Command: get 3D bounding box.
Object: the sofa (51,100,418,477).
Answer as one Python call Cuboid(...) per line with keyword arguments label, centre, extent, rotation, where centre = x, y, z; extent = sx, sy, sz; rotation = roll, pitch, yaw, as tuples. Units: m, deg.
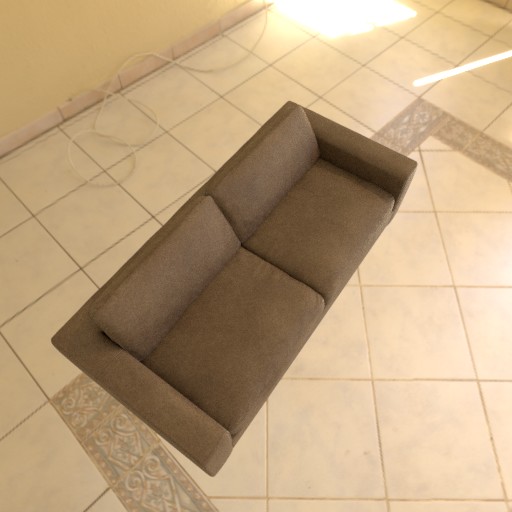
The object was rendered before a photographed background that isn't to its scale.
Cuboid(label="sofa", centre=(0.000, 0.000, 2.752), extent=(1.070, 0.801, 2.262), rotation=(32, 64, 17))
